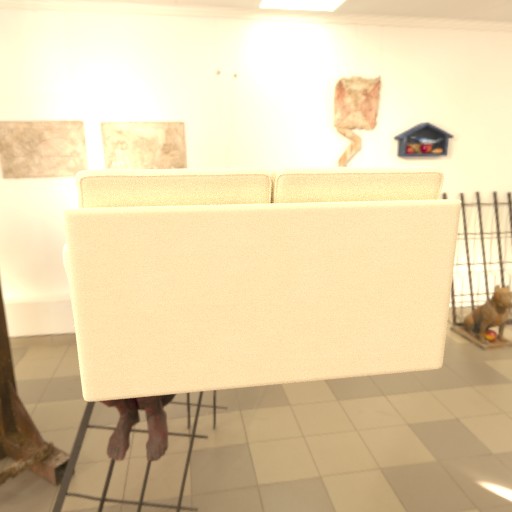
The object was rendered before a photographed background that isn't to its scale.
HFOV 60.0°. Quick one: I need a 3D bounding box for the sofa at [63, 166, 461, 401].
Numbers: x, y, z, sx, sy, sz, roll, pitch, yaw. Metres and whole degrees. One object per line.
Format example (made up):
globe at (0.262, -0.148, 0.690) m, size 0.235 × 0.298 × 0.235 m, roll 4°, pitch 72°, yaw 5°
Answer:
sofa at (0.000, 0.000, 2.312) m, size 1.727 × 0.940 × 0.991 m, roll -3°, pitch 15°, yaw -10°
